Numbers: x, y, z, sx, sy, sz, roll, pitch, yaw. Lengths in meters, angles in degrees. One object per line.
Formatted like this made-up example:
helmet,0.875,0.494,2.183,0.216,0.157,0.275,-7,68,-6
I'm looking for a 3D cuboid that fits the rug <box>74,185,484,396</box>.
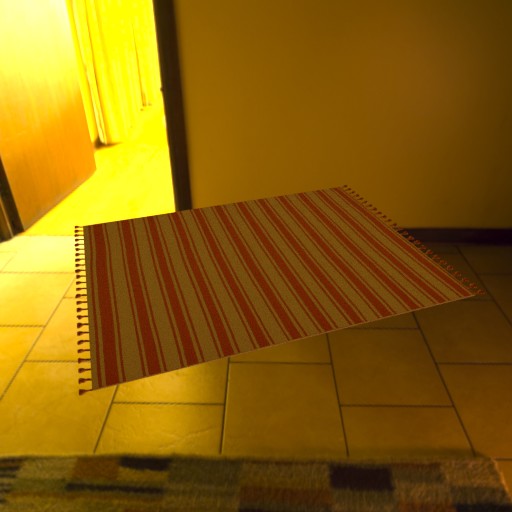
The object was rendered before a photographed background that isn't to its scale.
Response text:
rug,0.000,0.000,4.358,3.369,0.035,2.451,-11,34,-16
